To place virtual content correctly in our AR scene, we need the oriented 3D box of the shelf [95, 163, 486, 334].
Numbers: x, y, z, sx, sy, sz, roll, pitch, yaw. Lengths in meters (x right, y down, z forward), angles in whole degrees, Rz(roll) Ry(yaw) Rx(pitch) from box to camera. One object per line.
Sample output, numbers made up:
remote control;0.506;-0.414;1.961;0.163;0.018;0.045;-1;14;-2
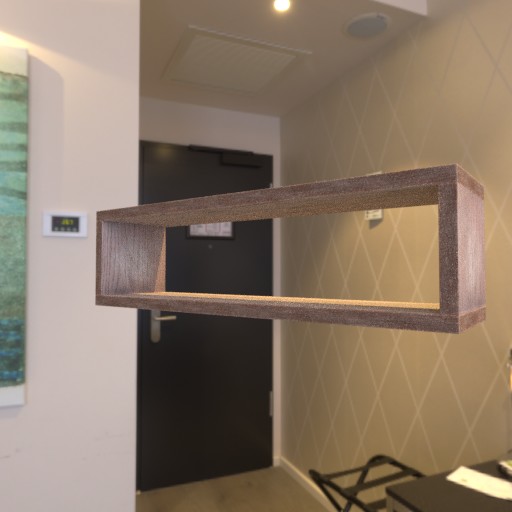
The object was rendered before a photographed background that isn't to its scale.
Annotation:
shelf;0.000;0.000;0.682;0.610;0.170;0.150;-1;-2;36
